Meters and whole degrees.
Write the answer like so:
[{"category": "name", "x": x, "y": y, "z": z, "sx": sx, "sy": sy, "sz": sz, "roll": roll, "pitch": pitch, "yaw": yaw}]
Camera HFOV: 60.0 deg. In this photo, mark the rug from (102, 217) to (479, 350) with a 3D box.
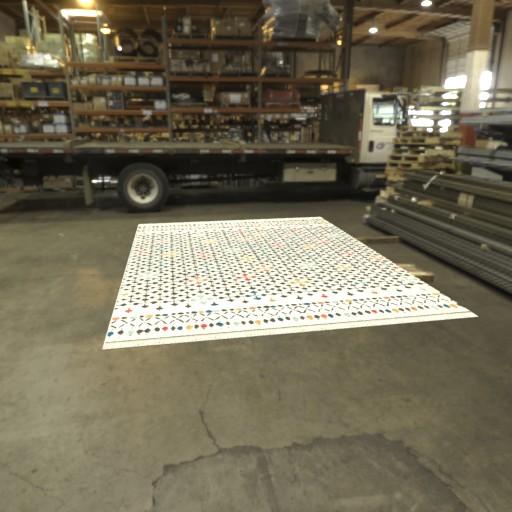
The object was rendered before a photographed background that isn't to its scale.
[{"category": "rug", "x": 0.000, "y": 0.000, "z": 2.038, "sx": 1.146, "sy": 0.006, "sz": 1.556, "roll": -3, "pitch": 17, "yaw": -10}]
